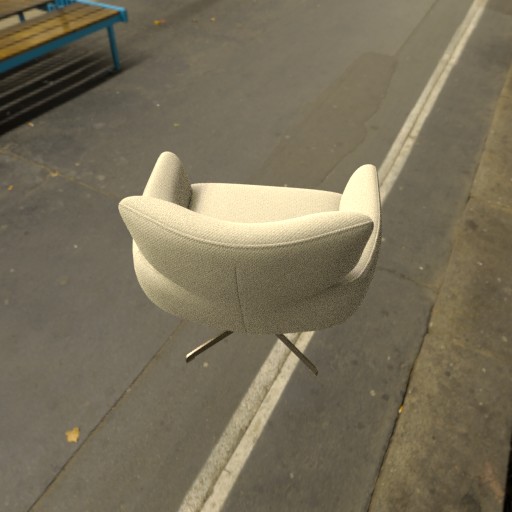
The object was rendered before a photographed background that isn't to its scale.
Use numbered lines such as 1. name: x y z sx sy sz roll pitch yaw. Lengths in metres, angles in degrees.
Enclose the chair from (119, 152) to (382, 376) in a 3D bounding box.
1. chair: 0.000 0.000 1.392 0.760 0.810 0.730 5 46 5
